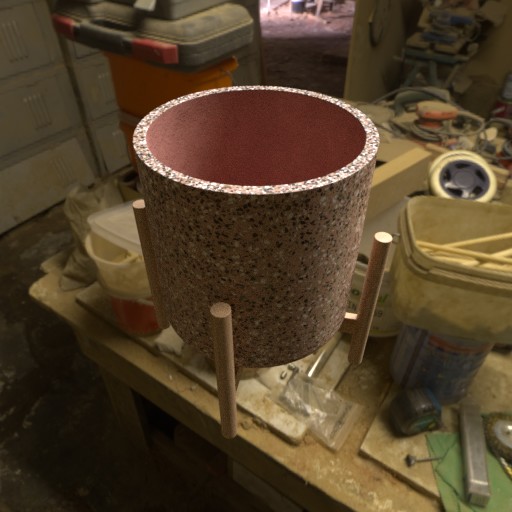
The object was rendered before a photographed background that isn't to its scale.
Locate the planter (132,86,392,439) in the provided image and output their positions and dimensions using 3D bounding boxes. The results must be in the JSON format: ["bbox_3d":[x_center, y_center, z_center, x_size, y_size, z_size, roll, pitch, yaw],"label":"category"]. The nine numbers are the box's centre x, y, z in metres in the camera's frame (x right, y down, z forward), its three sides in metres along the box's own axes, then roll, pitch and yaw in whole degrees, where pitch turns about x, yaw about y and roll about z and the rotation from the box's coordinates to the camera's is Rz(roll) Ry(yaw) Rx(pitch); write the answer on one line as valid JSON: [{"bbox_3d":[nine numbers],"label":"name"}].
[{"bbox_3d":[0.000,0.000,0.691,0.360,0.419,0.360,25,46,26],"label":"planter"}]
